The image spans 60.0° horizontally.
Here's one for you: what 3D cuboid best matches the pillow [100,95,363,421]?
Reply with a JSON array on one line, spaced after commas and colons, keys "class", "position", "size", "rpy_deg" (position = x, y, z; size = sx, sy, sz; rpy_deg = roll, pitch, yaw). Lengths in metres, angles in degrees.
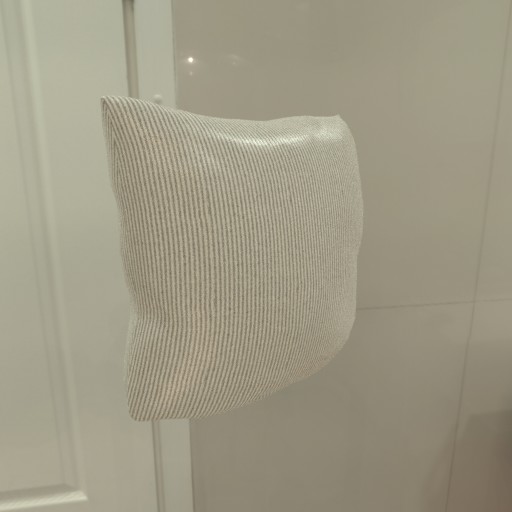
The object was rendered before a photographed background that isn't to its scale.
[{"class": "pillow", "position": [0.000, 0.000, 0.669], "size": [0.387, 0.432, 0.310], "rpy_deg": [-2, 15, -9]}]
